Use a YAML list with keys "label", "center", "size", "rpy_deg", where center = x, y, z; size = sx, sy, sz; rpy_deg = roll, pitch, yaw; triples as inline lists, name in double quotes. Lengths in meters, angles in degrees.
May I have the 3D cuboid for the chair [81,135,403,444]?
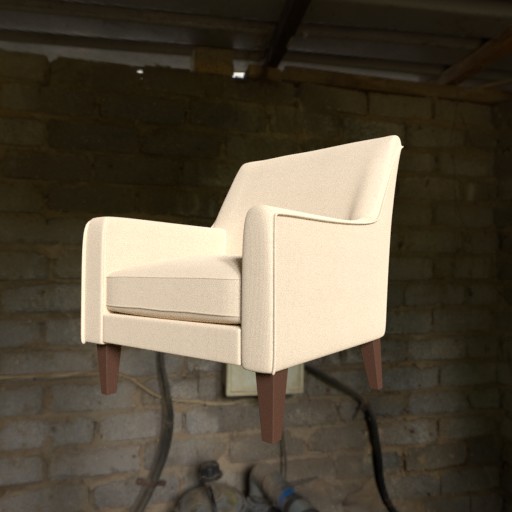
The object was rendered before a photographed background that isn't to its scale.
- label: "chair"
  center: [0.000, 0.000, 1.584]
  size: [0.780, 0.919, 0.899]
  rpy_deg: [-1, -2, 38]
